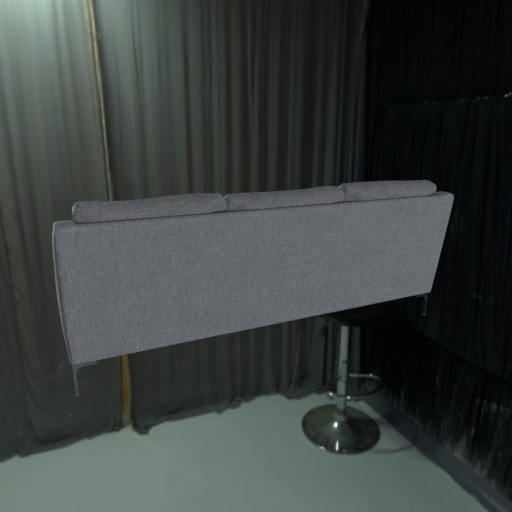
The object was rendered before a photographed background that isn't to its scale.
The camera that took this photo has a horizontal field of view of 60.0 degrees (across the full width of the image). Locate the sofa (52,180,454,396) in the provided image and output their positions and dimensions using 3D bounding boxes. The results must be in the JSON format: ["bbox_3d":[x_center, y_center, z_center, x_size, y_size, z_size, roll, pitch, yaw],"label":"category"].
[{"bbox_3d":[0.000,0.000,2.478,2.060,0.837,0.849,-7,17,-25],"label":"sofa"}]
